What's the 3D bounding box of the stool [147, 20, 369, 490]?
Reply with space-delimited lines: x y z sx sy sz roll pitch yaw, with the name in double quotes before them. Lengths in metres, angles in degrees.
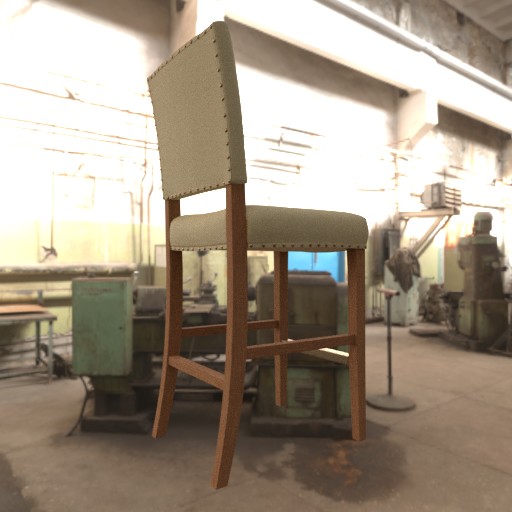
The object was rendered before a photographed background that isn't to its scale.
"stool" 0.000 0.000 1.420 0.584 1.168 0.445 0 0 -36
